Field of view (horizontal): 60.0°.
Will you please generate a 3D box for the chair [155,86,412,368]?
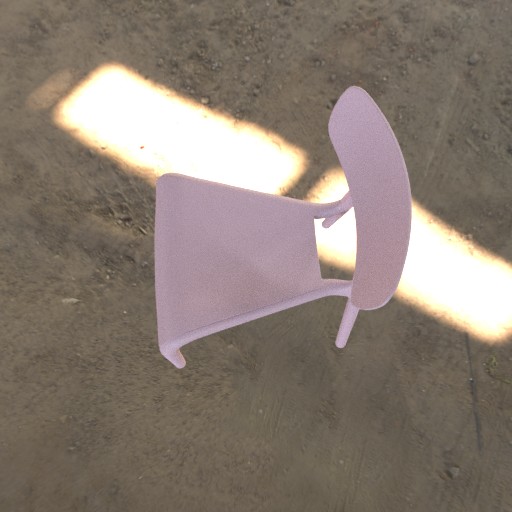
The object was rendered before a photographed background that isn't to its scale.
[{"bbox_3d":[0.000,0.000,0.802,0.401,0.580,0.356,-4,75,-1],"label":"chair"}]
